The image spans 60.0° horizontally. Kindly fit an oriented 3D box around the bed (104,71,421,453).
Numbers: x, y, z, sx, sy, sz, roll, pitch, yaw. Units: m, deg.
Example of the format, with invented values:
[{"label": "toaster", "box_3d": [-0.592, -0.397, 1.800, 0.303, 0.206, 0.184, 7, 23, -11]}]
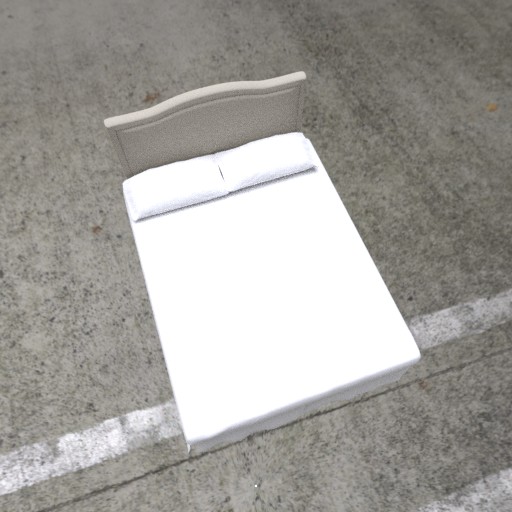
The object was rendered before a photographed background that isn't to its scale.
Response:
[{"label": "bed", "box_3d": [0.000, 0.000, 3.642, 1.977, 1.437, 2.477, -17, 64, -9]}]
